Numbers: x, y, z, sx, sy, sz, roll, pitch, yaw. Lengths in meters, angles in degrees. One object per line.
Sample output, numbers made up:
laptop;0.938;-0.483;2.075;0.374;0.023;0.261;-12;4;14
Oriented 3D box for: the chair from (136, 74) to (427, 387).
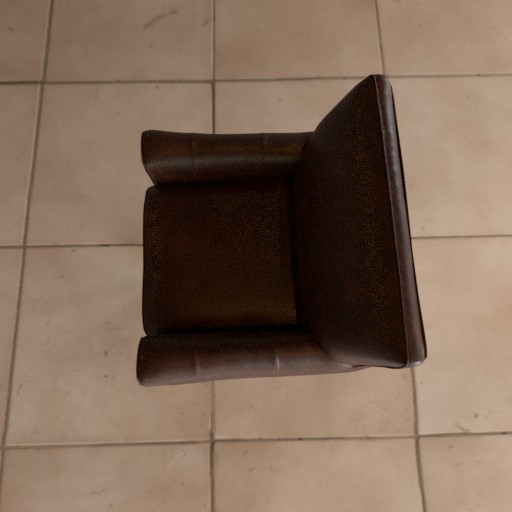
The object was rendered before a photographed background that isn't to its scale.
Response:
chair;0.000;0.000;1.609;0.823;0.943;0.870;-2;76;-1
